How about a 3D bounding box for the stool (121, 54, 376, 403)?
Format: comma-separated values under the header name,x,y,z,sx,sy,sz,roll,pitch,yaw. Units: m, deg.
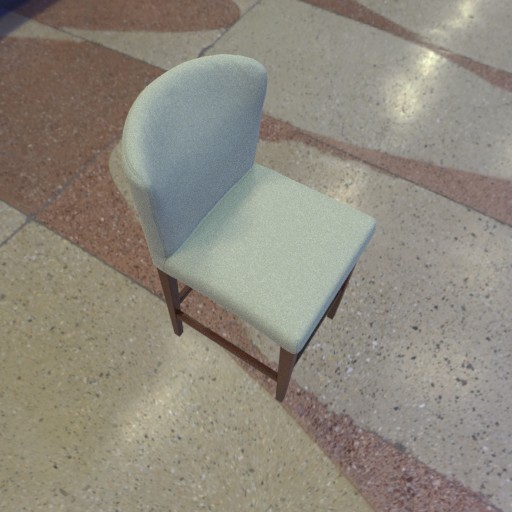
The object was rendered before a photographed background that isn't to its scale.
name,x,y,z,sx,sy,sz,roll,pitch,yaw
stool,0.000,0.000,1.393,0.568,1.069,0.479,29,63,17
